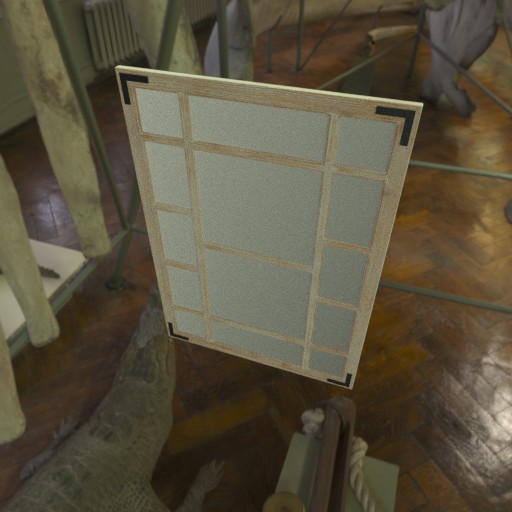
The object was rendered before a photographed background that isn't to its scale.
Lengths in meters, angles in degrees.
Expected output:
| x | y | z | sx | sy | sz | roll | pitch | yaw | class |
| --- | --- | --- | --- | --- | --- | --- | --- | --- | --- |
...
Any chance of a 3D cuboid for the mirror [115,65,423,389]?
| x | y | z | sx | sy | sz | roll | pitch | yaw | class |
| --- | --- | --- | --- | --- | --- | --- | --- | --- | --- |
| 0.000 | 0.000 | 1.295 | 0.705 | 0.996 | 0.025 | 13 | 42 | 15 | mirror |
